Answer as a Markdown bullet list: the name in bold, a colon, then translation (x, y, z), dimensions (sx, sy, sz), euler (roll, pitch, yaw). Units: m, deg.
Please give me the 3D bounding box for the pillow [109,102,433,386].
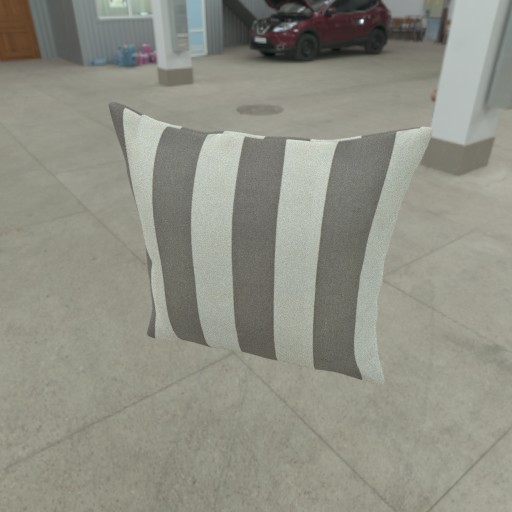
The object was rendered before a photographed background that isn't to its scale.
- **pillow**: translation (0.000, 0.000, 0.806), dimensions (0.522, 0.507, 0.192), euler (9, 32, 15)
